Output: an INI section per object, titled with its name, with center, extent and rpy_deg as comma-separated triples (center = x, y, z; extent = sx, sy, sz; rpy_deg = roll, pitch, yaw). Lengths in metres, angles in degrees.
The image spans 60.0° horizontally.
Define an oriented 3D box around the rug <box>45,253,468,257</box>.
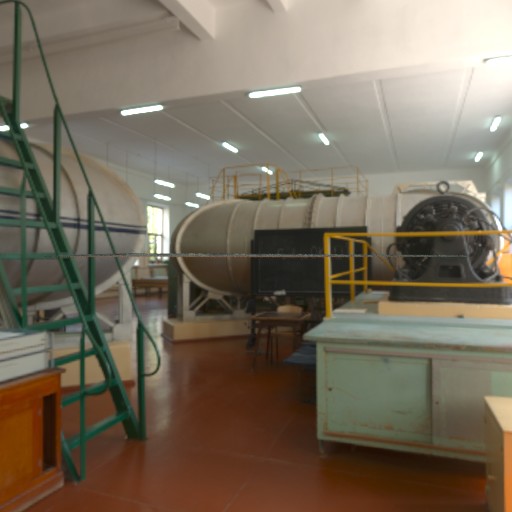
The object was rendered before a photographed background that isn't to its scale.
[rug]
center = 0.000, 0.000, 4.203
extent = 3.291, 0.013, 2.337
rpy_deg = 0, 0, -35
